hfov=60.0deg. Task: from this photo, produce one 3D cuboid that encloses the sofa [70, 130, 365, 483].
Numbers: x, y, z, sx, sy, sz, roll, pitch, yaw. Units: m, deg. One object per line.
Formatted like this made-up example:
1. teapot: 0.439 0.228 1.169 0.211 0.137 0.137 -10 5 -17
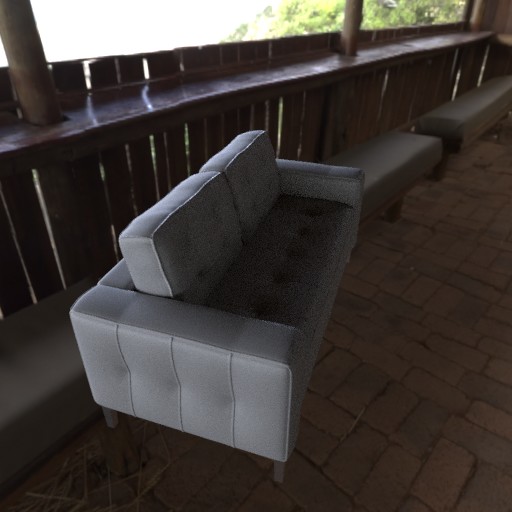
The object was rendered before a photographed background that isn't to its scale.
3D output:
1. sofa: 0.000 0.000 2.201 0.833 0.892 1.726 10 34 16
